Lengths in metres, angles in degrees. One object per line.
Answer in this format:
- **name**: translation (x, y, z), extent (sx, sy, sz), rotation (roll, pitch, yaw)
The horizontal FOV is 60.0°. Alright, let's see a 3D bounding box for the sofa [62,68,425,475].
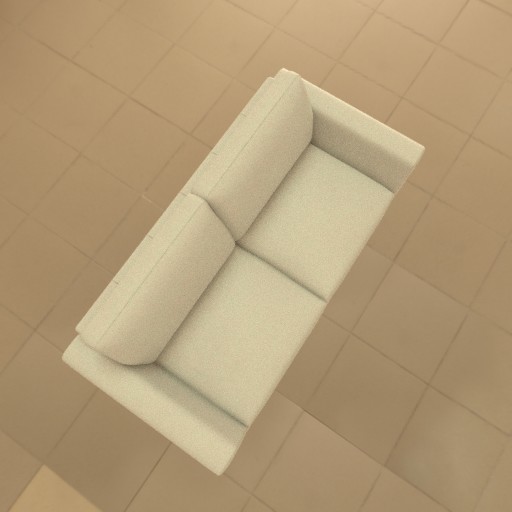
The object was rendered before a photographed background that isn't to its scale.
- **sofa**: translation (0.000, 0.000, 2.456), extent (0.953, 0.875, 2.017), rotation (33, 77, 8)
